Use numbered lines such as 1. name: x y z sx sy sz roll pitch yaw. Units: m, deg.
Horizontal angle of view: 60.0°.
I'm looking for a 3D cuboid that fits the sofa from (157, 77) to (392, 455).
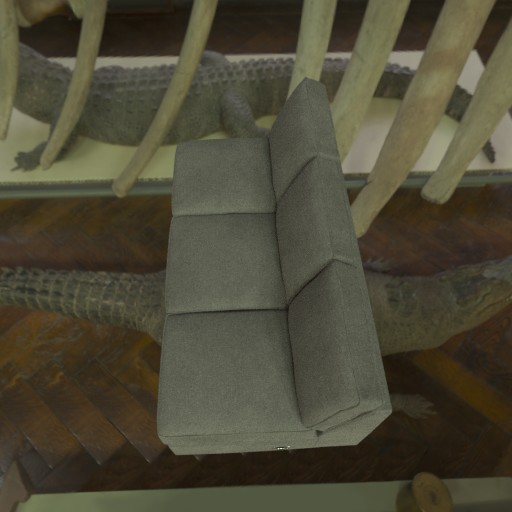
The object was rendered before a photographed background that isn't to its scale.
1. sofa: 0.000 0.000 2.546 1.027 0.973 1.962 -2 57 -1
